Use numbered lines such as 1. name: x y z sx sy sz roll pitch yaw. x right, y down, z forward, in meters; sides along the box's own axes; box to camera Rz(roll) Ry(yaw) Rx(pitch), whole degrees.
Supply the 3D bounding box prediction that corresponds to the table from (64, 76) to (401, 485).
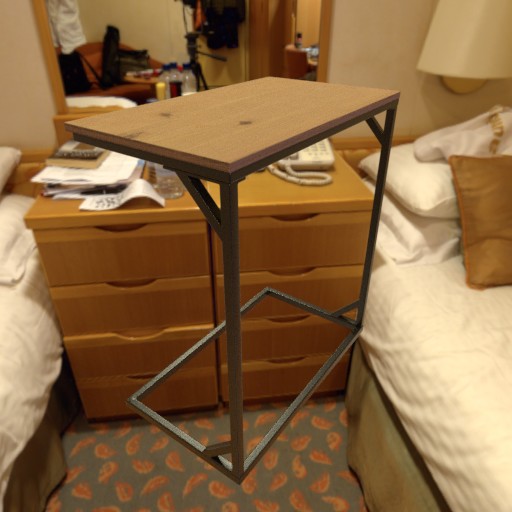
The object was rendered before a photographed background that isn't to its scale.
1. table: 0.000 0.000 1.021 0.351 0.673 0.597 20 36 30
